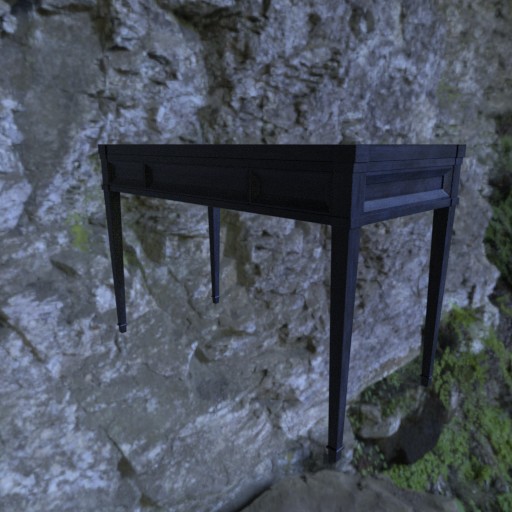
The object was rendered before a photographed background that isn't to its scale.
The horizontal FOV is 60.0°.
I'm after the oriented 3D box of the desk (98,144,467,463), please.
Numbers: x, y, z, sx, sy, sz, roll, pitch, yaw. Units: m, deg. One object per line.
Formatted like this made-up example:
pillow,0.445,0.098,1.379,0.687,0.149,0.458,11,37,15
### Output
desk,0.000,0.000,1.760,0.630,0.861,1.289,-13,19,-43
